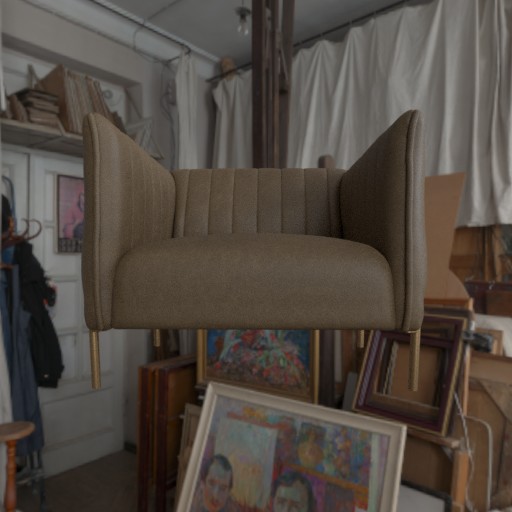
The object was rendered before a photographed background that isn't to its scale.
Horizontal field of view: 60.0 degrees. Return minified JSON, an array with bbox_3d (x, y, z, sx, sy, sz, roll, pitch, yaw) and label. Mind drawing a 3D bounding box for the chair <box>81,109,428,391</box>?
[{"bbox_3d":[0.000,0.000,1.591,0.981,0.779,0.876,0,-1,2],"label":"chair"}]
